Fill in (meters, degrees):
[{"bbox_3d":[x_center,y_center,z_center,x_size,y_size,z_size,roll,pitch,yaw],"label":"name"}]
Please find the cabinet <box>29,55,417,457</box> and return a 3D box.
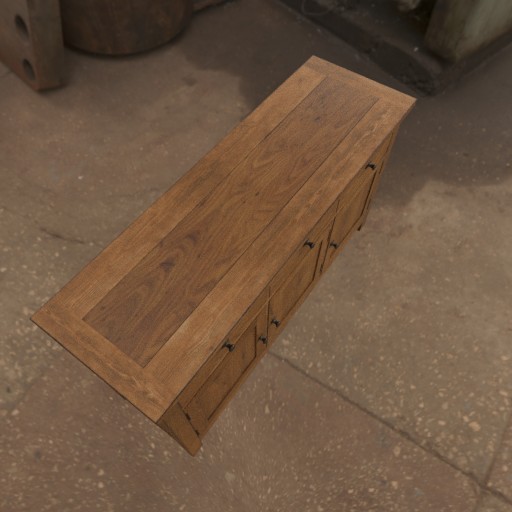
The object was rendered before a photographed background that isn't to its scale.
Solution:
[{"bbox_3d":[0.000,0.000,1.809,0.480,0.813,1.474,32,63,18],"label":"cabinet"}]
